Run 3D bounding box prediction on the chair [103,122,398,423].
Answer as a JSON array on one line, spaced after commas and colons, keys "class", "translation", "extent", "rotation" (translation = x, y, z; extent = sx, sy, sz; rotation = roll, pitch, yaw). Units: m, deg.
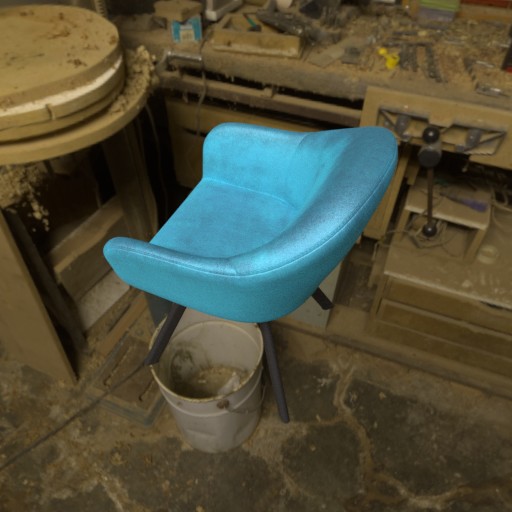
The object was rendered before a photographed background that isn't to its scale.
[{"class": "chair", "translation": [0.000, 0.000, 1.172], "extent": [0.570, 0.780, 0.540], "rotation": [18, 49, 16]}]
